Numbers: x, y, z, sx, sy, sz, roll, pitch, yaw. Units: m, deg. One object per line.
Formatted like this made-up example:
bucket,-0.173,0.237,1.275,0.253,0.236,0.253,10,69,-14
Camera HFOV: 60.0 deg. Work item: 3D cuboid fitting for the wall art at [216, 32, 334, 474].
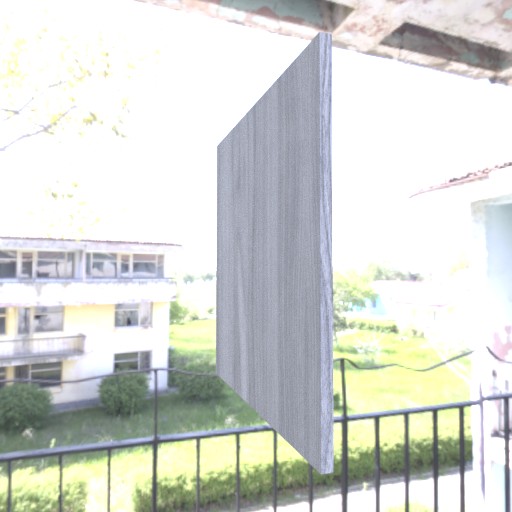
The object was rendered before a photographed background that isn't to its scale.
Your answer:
wall art,0.000,0.000,0.750,0.016,0.507,0.508,1,-2,-19
